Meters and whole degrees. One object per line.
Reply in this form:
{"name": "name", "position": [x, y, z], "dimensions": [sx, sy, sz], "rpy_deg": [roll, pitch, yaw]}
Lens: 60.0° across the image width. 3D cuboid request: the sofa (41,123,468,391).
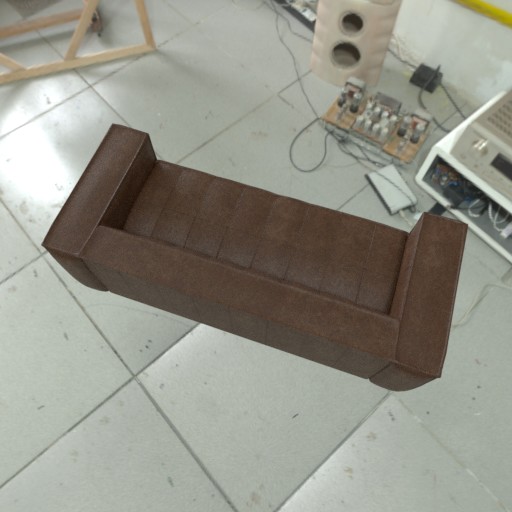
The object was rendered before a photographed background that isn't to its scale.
{"name": "sofa", "position": [0.000, 0.000, 3.129], "dimensions": [2.581, 0.701, 1.102], "rpy_deg": [17, 67, 8]}
